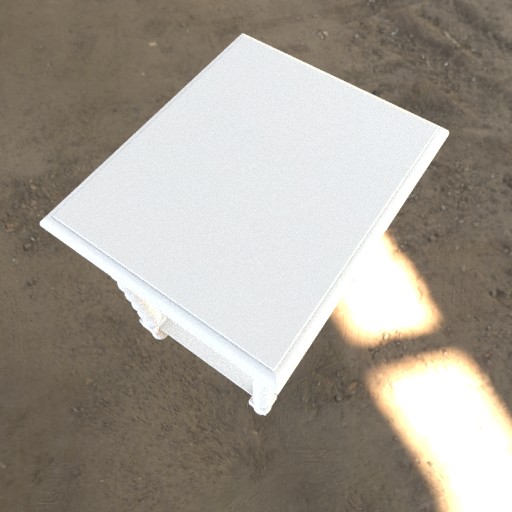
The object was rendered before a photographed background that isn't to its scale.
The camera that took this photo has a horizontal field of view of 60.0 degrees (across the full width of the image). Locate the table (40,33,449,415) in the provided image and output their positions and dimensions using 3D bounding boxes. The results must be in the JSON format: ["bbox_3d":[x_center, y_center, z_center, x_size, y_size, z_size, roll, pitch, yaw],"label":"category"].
[{"bbox_3d":[0.000,0.000,0.847,0.381,0.531,0.460,32,68,15],"label":"table"}]
